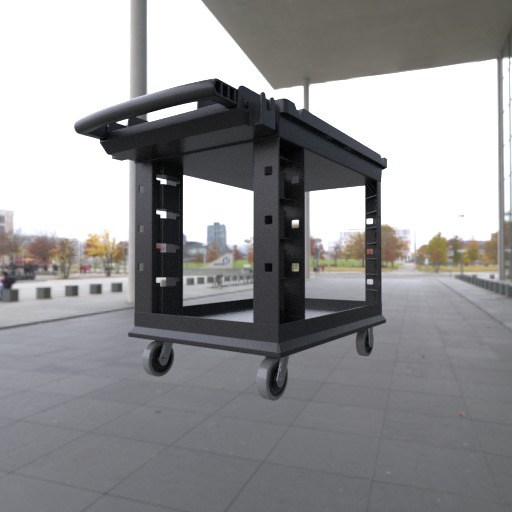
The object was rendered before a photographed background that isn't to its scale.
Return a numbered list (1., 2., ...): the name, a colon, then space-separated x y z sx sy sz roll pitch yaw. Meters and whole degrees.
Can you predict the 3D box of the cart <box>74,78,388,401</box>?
1. cart: 0.000 0.000 1.721 0.674 0.884 1.239 -1 -1 35
